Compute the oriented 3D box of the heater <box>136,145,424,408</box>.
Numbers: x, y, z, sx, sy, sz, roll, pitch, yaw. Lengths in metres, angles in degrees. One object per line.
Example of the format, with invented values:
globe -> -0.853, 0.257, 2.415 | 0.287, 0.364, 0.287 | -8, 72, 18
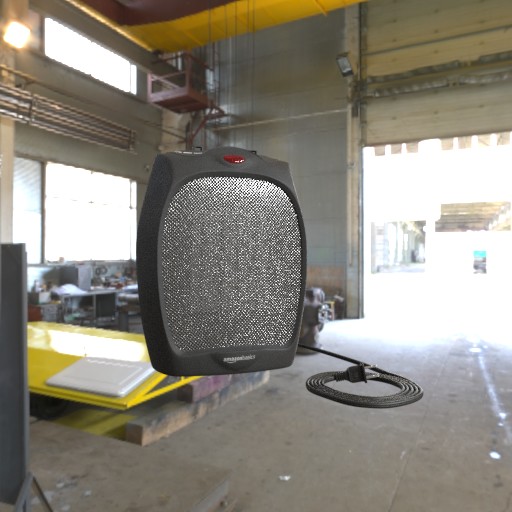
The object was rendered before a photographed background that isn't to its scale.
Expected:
heater -> 0.000, 0.000, 0.464 | 0.239, 0.240, 0.291 | 0, 0, -18
